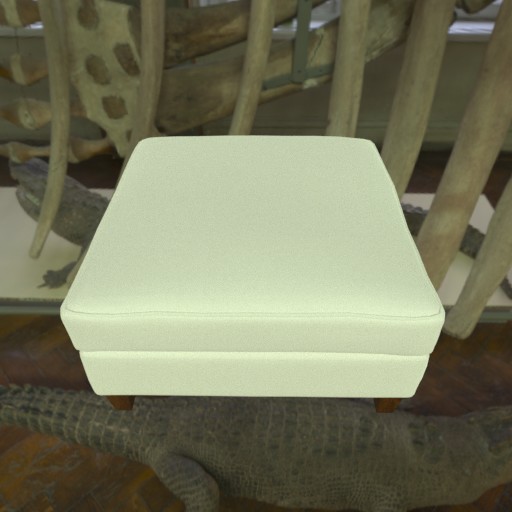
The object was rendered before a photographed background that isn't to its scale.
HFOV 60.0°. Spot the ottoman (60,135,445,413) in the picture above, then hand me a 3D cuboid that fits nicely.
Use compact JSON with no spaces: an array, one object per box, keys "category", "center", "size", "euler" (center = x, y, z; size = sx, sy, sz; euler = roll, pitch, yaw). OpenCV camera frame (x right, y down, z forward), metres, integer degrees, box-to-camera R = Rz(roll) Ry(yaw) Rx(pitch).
[{"category":"ottoman","center":[0.000,0.000,1.351],"size":[0.838,0.479,0.838],"euler":[0,41,0]}]
